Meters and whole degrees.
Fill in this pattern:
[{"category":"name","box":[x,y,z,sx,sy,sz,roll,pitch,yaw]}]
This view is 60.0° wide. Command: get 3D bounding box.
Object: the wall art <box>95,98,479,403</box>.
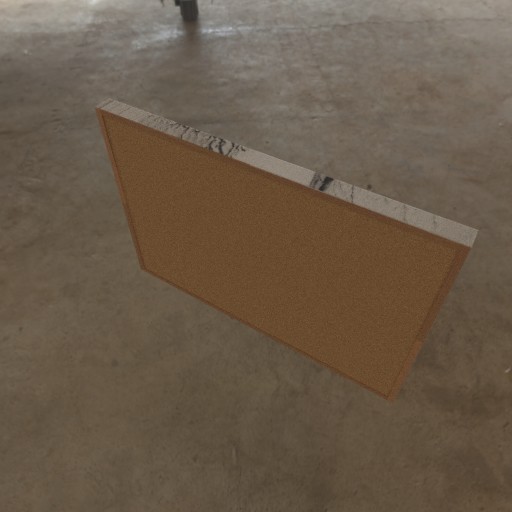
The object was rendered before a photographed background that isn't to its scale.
[{"category":"wall art","box":[0.000,0.000,0.784,0.613,0.407,0.035,25,52,21]}]
